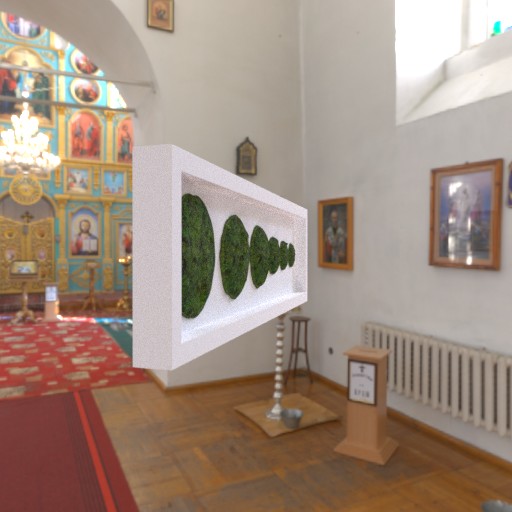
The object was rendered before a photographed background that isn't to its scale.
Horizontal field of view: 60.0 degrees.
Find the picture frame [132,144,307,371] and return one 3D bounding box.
[{"bbox_3d":[0.000,0.000,0.856,0.050,0.250,0.759,0,0,18],"label":"picture frame"}]
